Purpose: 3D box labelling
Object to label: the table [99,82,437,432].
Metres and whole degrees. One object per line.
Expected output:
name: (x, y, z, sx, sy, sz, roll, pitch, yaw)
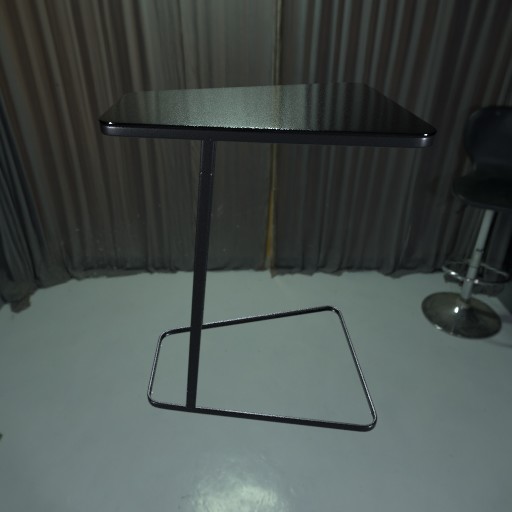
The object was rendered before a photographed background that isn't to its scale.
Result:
table: (0.000, 0.000, 0.939, 0.500, 0.624, 0.427, -1, 30, -2)
